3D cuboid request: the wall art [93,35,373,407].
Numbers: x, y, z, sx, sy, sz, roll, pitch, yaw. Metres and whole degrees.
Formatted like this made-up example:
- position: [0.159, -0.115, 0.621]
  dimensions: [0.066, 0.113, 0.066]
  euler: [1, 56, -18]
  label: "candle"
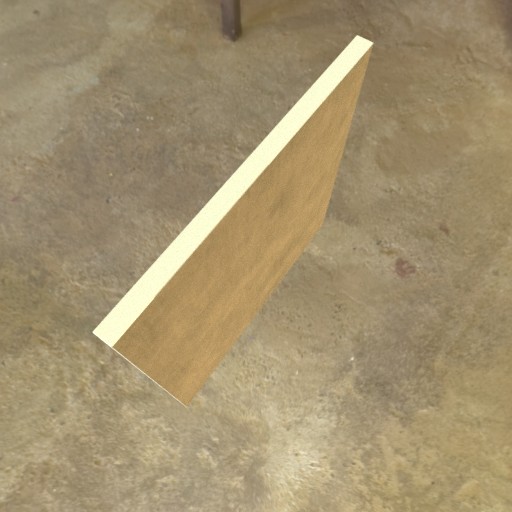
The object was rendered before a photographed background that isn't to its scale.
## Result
- position: [0.000, 0.000, 0.665]
  dimensions: [0.023, 0.453, 0.455]
  euler: [33, 69, 14]
  label: "wall art"
